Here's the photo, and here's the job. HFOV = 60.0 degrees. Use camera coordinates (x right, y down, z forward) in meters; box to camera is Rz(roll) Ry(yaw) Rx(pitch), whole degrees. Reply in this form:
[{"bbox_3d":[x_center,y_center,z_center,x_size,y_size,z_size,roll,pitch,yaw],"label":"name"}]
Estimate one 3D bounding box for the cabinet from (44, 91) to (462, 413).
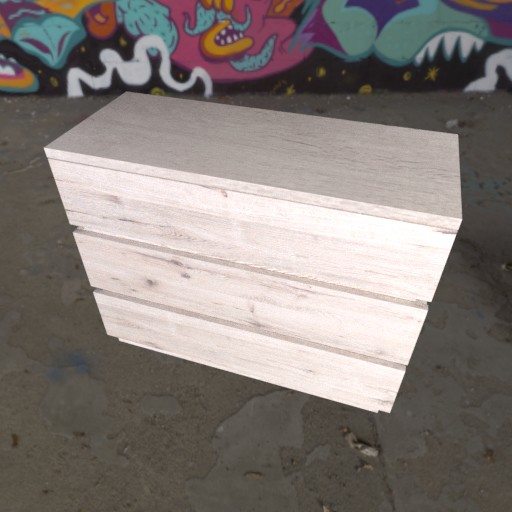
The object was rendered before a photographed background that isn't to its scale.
[{"bbox_3d":[0.000,0.000,1.464,1.040,0.820,0.420,12,42,14],"label":"cabinet"}]
